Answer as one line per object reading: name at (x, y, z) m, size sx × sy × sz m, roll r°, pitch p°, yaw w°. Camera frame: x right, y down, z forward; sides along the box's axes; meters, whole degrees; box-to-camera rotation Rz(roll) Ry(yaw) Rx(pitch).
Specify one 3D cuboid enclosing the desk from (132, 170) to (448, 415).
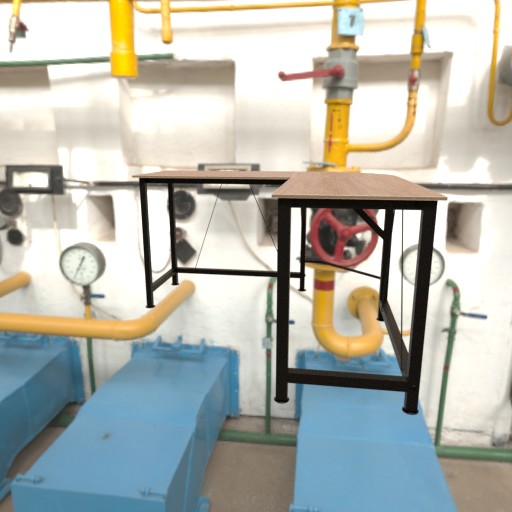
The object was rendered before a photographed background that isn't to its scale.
desk at (0.000, 0.000, 2.216) m, size 1.400 × 0.762 × 1.400 m, roll 2°, pitch 14°, yaw 9°
